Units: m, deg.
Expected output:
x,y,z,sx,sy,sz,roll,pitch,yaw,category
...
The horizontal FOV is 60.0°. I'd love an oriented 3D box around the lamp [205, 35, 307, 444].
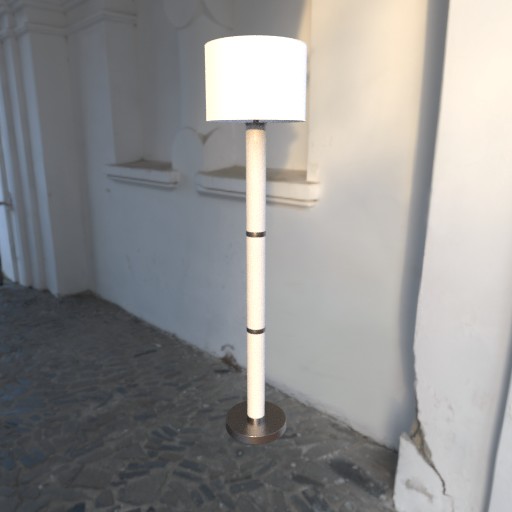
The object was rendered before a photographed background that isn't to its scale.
x,y,z,sx,sy,sz,roll,pitch,yaw,category
0.000,0.000,1.830,0.377,1.599,0.377,-7,16,-25,lamp
